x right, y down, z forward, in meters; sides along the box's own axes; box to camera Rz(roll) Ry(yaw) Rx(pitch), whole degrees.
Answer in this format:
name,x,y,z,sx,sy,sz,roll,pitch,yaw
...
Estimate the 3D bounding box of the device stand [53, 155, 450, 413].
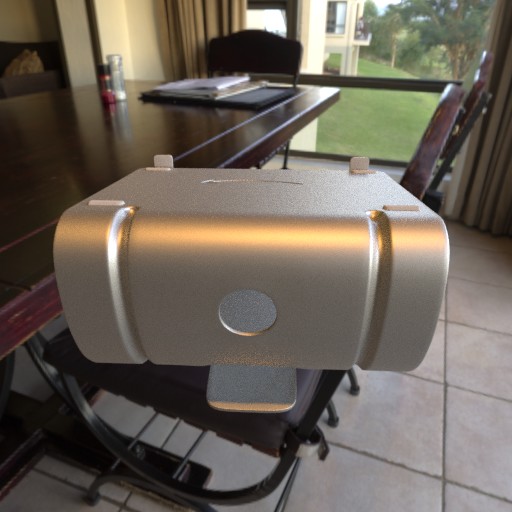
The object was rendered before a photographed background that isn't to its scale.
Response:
name,x,y,z,sx,sy,sz,roll,pitch,yaw
device stand,0.000,0.000,0.391,0.256,0.155,0.236,1,29,2
